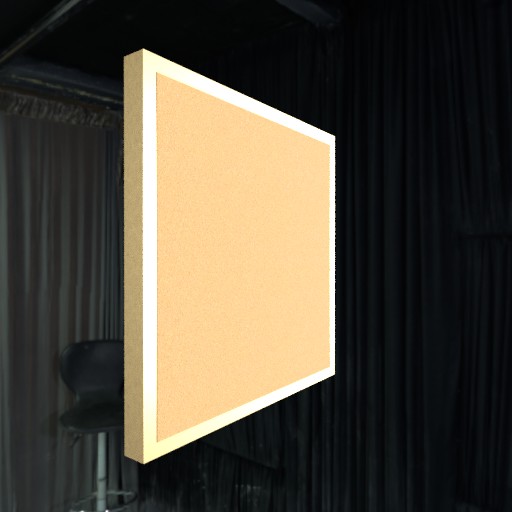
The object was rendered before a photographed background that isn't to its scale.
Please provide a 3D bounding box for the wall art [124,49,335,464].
[{"bbox_3d":[0.000,0.000,1.912,0.095,1.284,1.284,0,0,37],"label":"wall art"}]
